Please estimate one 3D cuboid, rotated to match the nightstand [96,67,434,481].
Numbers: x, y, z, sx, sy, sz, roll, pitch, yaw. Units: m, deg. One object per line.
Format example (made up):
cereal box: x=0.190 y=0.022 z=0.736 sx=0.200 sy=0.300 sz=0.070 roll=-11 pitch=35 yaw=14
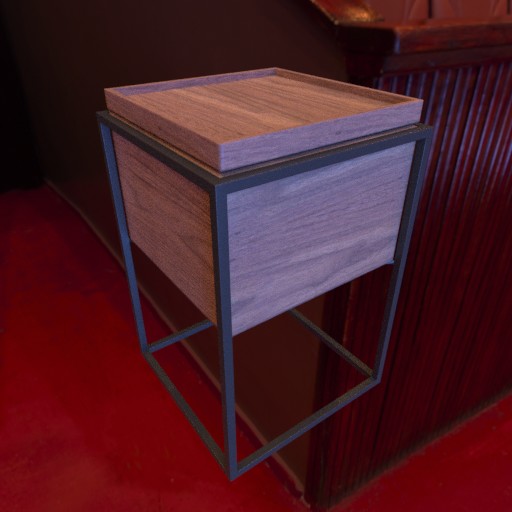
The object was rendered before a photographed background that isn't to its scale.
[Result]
nightstand: x=0.000 y=0.000 z=0.866 sx=0.397 sy=0.607 sz=0.397 roll=-21 pitch=37 yaw=-30
